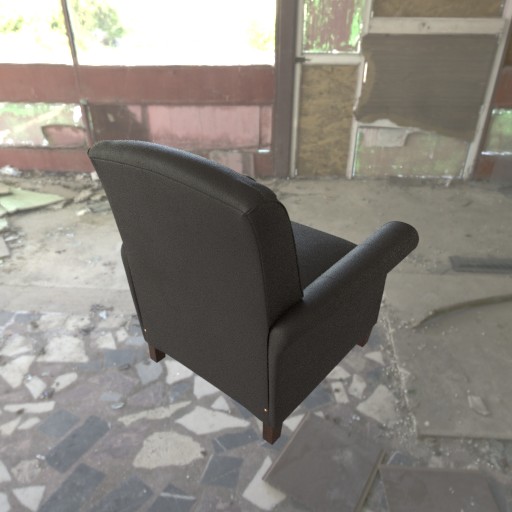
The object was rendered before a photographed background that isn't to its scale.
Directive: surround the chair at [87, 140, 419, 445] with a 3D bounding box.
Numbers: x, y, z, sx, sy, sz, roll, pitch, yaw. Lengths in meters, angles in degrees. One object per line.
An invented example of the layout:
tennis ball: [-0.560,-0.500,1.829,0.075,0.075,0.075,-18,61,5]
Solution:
chair: [0.000,0.000,1.789,0.978,1.061,0.902,23,37,34]
